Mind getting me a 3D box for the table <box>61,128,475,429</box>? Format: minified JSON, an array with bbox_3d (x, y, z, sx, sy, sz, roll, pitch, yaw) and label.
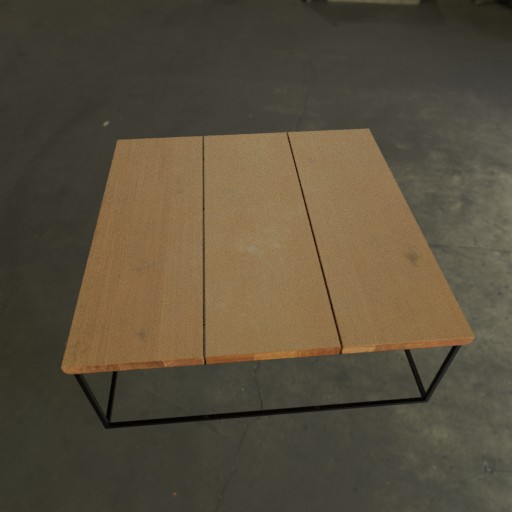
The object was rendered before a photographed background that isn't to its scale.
[{"bbox_3d":[0.000,0.000,1.696,1.100,0.400,1.100,-4,46,-3],"label":"table"}]
